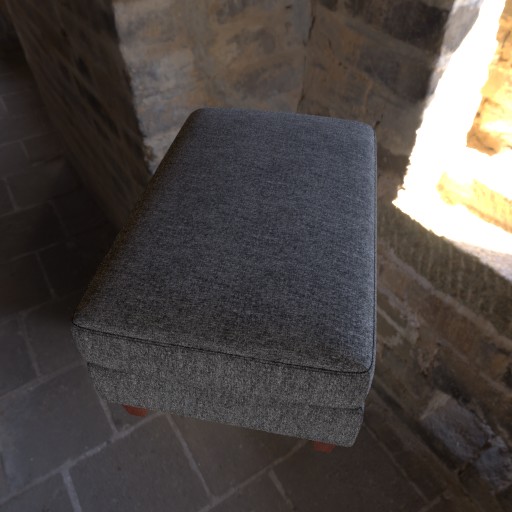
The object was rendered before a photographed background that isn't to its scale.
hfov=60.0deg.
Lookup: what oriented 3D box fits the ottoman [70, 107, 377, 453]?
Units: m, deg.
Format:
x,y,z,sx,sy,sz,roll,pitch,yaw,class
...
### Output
x,y,z,sx,sy,sz,roll,pitch,yaw,class
0.000,0.000,1.188,0.584,0.483,0.864,8,46,7,ottoman
